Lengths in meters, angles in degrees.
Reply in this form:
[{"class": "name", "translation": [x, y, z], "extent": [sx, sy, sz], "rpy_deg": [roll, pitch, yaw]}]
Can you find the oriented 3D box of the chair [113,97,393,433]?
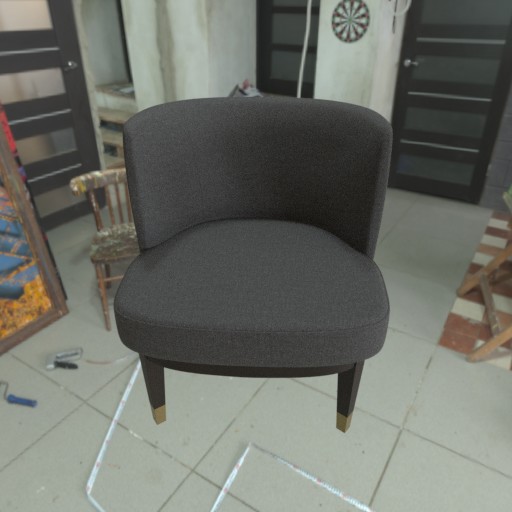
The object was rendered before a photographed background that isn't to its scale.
[{"class": "chair", "translation": [0.000, 0.000, 1.190], "extent": [0.639, 0.695, 0.698], "rpy_deg": [1, 30, 3]}]
